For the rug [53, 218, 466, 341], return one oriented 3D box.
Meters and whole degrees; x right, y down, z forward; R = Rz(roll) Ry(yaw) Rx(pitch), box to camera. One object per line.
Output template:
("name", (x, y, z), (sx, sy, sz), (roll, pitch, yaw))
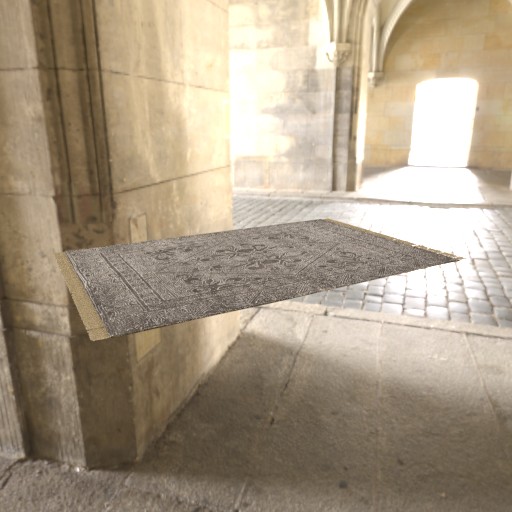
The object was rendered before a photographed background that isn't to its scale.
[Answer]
("rug", (0.000, 0.000, 3.070), (2.440, 0.010, 1.529), (-9, 19, -28))
